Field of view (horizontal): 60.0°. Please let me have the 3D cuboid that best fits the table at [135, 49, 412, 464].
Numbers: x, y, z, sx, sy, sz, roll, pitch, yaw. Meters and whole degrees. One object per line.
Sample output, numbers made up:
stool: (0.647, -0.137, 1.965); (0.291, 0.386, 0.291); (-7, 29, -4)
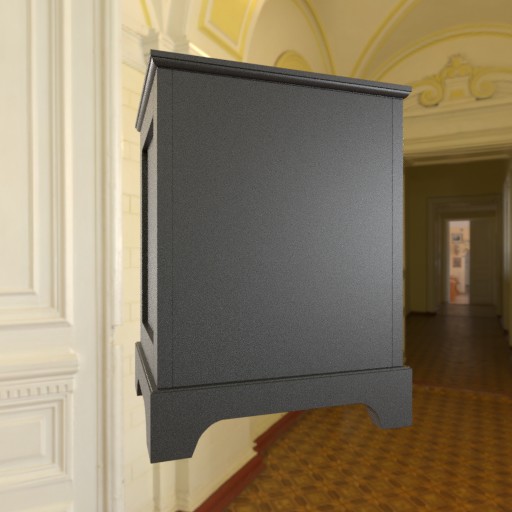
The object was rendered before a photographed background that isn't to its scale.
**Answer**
table: (0.000, 0.000, 0.912); (0.460, 0.610, 0.399); (0, 0, -18)
